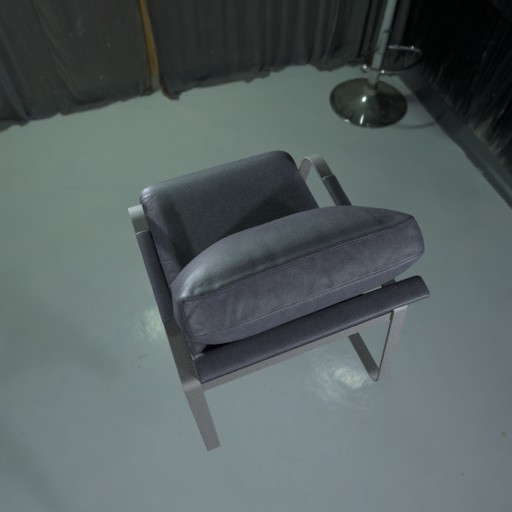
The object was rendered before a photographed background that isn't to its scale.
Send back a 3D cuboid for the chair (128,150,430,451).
[{"bbox_3d":[0.000,0.000,1.463,0.692,0.839,0.878,-18,58,-12],"label":"chair"}]
